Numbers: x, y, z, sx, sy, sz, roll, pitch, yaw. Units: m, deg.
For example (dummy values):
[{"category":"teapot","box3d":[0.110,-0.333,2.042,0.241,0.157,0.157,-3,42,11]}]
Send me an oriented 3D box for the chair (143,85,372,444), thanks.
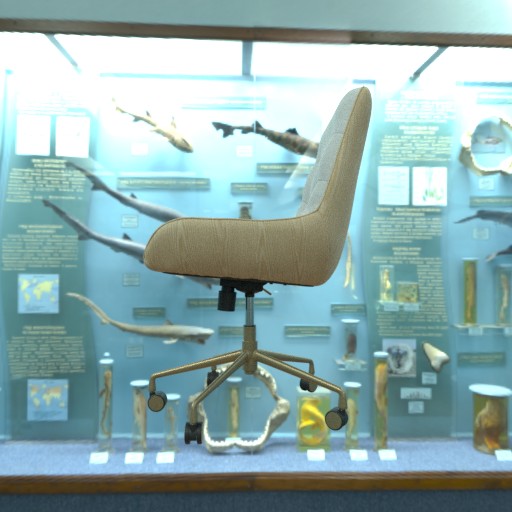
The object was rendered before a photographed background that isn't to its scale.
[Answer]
[{"category":"chair","box3d":[0.000,0.000,1.379,0.668,0.952,0.564,0,-1,0]}]
